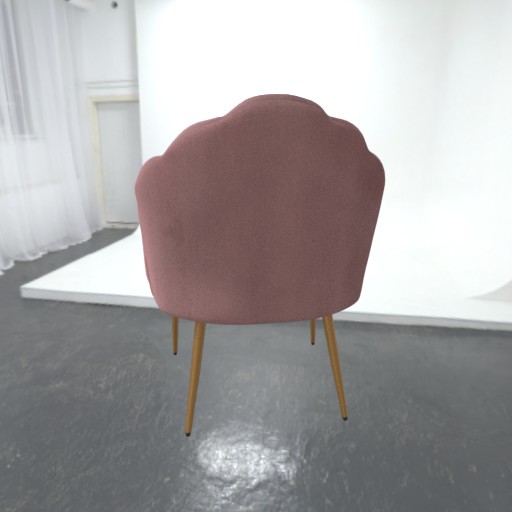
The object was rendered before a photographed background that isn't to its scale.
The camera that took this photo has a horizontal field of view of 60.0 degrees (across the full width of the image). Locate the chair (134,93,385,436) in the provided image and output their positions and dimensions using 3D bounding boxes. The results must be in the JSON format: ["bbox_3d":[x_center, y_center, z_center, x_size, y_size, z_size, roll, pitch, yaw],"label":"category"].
[{"bbox_3d":[0.000,0.000,1.257,0.657,0.819,0.599,-2,15,-9],"label":"chair"}]
